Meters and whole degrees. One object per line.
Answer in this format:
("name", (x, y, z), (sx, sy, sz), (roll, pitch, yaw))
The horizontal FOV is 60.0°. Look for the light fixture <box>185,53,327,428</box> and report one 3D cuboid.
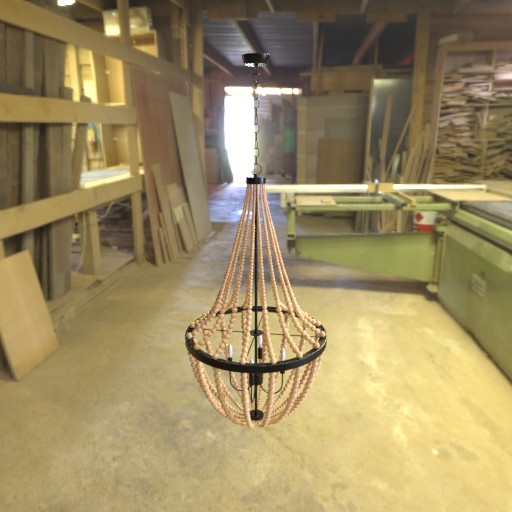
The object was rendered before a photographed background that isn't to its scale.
("light fixture", (0.000, 0.000, 1.355), (0.450, 1.133, 0.450), (0, 15, 0))
